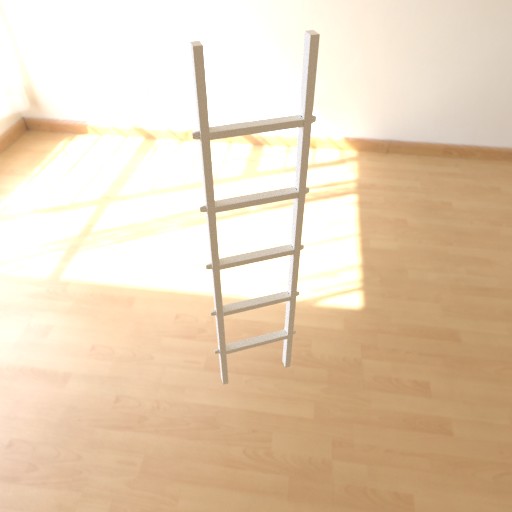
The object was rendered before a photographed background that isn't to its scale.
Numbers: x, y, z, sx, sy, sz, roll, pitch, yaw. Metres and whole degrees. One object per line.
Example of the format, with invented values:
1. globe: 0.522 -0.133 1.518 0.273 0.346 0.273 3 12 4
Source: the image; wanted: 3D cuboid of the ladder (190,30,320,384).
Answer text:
1. ladder: 0.000 0.000 1.958 0.452 1.797 0.051 -12 43 -13
